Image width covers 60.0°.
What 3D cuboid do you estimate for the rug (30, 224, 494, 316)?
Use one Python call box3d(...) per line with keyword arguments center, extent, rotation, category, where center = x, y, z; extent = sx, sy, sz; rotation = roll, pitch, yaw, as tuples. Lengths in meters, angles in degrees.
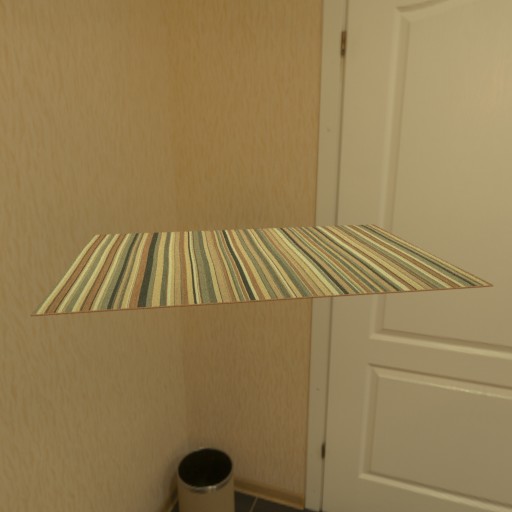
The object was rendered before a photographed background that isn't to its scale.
box3d(center=(0.000, 0.000, 2.293), extent=(1.829, 0.008, 1.219), rotation=(-3, 17, -9), category="rug")
